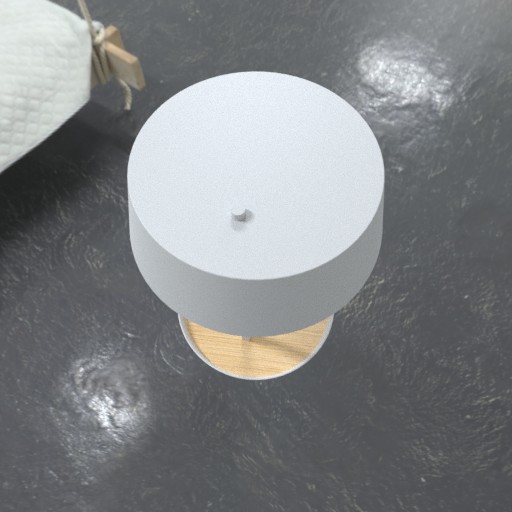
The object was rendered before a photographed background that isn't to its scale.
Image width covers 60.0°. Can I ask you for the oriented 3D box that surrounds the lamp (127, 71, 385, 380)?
[{"bbox_3d":[0.000,0.000,0.612,0.291,0.429,0.291,0,64,0],"label":"lamp"}]
